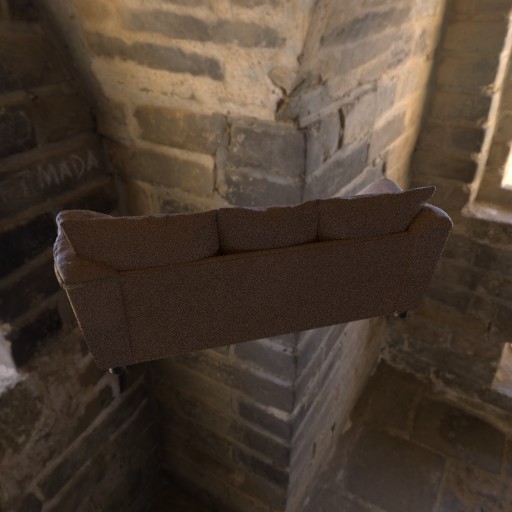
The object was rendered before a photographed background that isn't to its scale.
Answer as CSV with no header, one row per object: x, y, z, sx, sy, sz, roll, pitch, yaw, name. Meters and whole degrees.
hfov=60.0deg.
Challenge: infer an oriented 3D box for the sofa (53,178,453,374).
0.000,0.000,2.885,2.377,0.981,0.893,-8,29,-15,sofa
